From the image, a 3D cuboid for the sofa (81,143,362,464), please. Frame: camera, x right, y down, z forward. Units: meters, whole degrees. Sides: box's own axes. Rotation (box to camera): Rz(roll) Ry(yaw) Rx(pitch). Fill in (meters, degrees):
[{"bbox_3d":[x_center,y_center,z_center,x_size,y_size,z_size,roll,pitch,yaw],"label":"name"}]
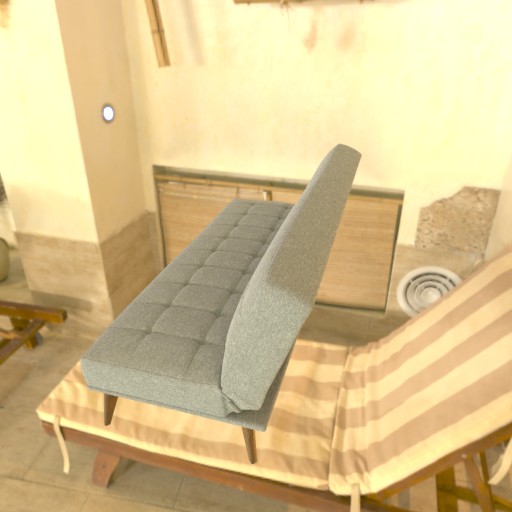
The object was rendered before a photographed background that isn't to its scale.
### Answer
[{"bbox_3d":[0.000,0.000,2.278,0.860,0.810,1.800,8,29,15],"label":"sofa"}]
